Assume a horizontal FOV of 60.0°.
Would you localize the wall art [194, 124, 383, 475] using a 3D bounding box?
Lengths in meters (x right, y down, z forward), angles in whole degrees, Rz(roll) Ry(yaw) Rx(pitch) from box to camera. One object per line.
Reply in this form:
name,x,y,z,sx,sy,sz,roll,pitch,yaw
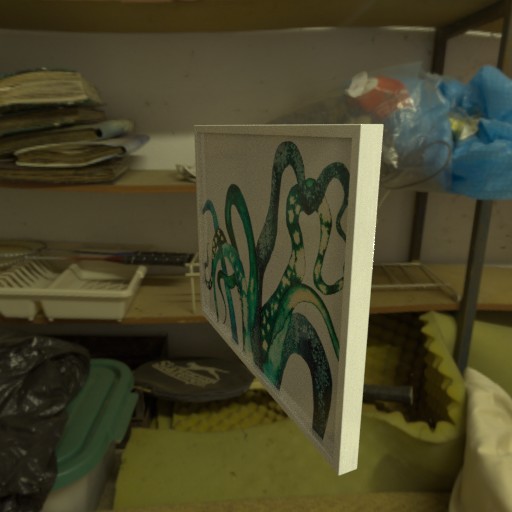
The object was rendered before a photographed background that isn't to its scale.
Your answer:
wall art,0.000,0.000,1.390,0.053,0.787,1.041,-7,18,-24
